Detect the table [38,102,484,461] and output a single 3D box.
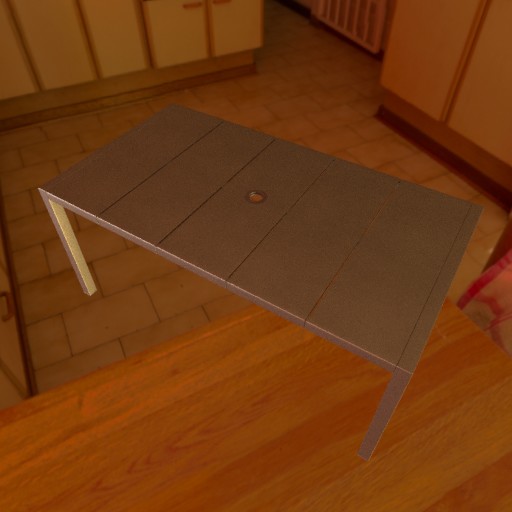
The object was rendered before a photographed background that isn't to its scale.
[{"bbox_3d":[0.000,0.000,2.154,1.680,0.735,0.914,25,51,22],"label":"table"}]
